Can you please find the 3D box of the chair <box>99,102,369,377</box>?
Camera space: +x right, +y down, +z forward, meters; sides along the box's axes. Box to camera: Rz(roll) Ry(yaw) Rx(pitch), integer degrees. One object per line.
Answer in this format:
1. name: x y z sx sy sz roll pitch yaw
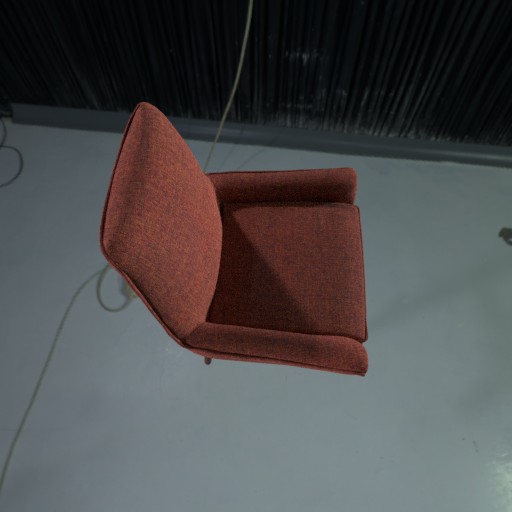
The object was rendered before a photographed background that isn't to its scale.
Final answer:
1. chair: 0.000 0.000 1.559 0.784 0.911 0.803 3 62 2
